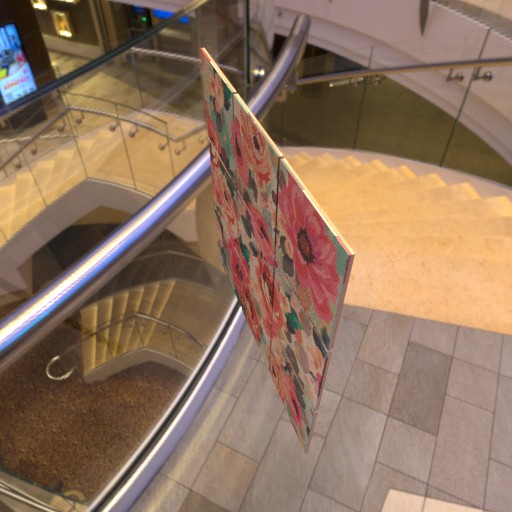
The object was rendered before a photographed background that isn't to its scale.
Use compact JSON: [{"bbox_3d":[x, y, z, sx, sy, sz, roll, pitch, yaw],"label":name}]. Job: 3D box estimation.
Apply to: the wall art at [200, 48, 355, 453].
[{"bbox_3d":[0.000,0.000,1.364,0.012,0.910,0.911,-15,48,-14],"label":"wall art"}]
